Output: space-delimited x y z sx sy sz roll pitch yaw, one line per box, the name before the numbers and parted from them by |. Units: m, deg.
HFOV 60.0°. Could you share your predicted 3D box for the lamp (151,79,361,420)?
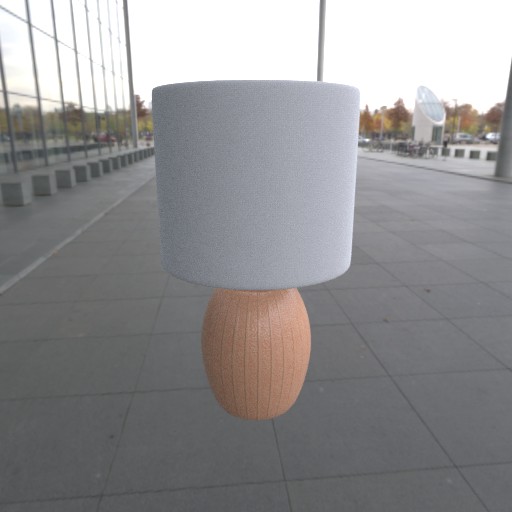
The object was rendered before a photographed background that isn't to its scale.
lamp | 0.000 0.000 0.784 0.329 0.570 0.329 0 16 0
